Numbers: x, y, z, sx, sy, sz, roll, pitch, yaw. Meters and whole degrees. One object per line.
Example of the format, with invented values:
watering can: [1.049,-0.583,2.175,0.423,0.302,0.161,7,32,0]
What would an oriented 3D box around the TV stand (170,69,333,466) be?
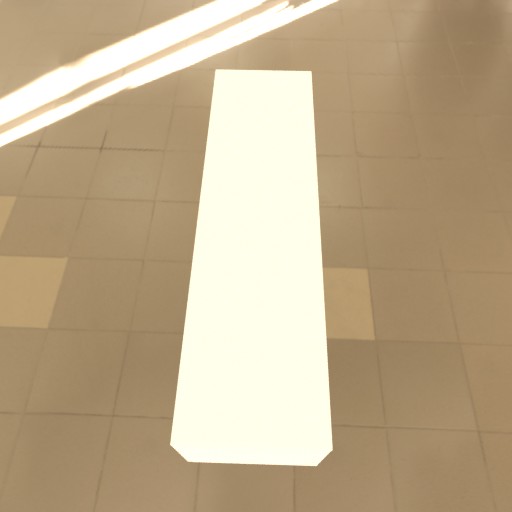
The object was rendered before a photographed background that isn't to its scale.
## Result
TV stand: [0.000,0.000,1.645,0.401,0.560,1.398,1,59,1]
